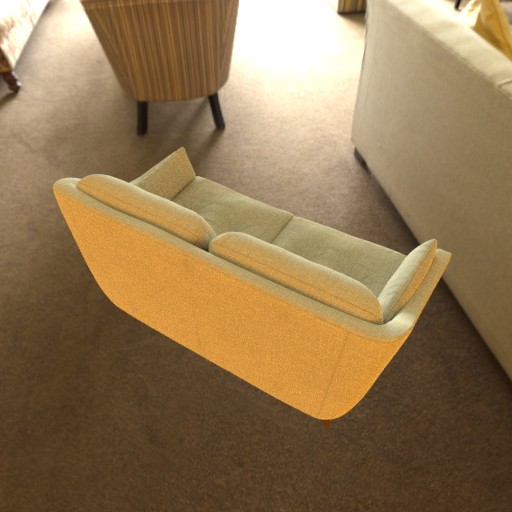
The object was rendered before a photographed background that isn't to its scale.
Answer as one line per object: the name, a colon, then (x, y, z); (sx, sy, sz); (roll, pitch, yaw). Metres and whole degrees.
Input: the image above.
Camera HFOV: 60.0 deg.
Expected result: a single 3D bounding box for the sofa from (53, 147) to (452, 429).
sofa: (0.000, 0.000, 2.200); (1.652, 0.888, 0.965); (24, 51, 21)
